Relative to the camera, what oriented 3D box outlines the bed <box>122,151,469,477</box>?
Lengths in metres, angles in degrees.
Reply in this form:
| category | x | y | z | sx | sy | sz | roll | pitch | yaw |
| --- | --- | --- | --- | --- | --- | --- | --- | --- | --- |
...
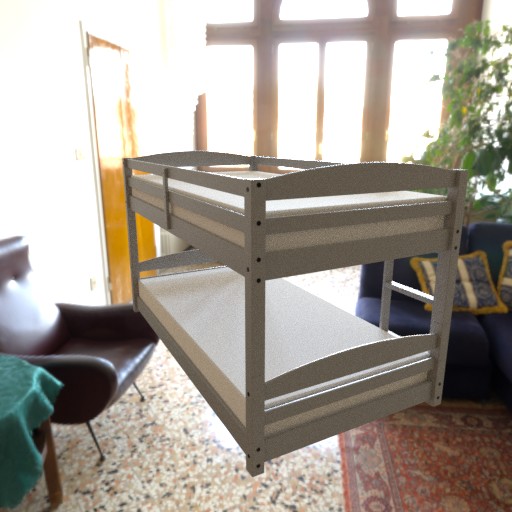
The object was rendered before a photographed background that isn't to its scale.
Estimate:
| category | x | y | z | sx | sy | sz | roll | pitch | yaw |
| --- | --- | --- | --- | --- | --- | --- | --- | --- | --- |
| bed | 0.000 | 0.000 | 2.703 | 1.105 | 1.206 | 2.013 | -8 | 17 | -27 |
